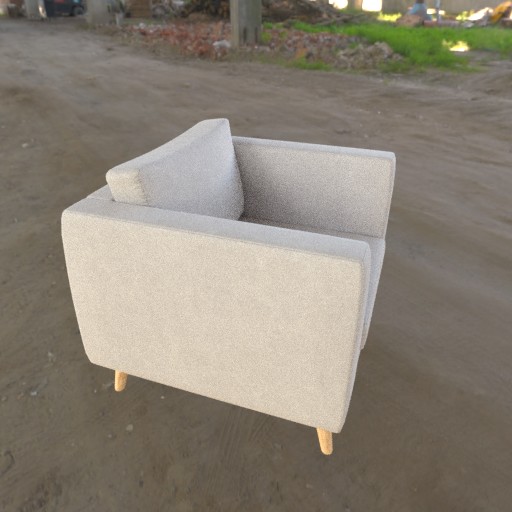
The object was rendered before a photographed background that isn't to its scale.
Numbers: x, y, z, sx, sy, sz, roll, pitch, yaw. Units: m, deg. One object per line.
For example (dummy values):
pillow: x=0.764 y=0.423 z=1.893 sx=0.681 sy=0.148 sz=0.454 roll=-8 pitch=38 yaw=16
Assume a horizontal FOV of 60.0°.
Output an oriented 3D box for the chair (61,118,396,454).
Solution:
chair: x=0.000 y=0.000 z=1.715 sx=0.930 sy=0.860 sz=1.000 roll=10 pitch=32 yaw=17
